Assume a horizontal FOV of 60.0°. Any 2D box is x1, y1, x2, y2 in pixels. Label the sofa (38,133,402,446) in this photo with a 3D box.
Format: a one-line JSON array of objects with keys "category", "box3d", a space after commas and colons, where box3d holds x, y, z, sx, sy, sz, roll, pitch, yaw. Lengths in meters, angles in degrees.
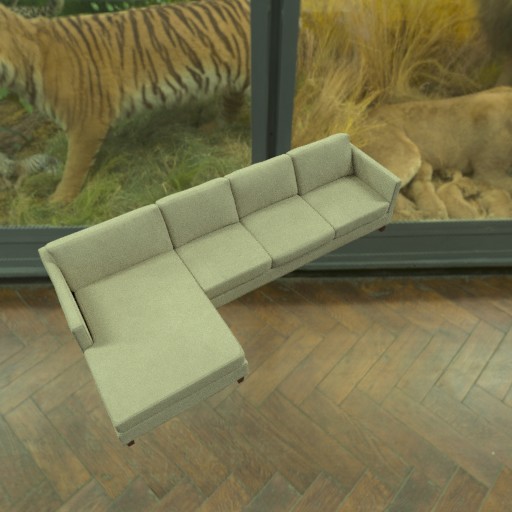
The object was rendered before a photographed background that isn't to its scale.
[{"category": "sofa", "box3d": [0.000, 0.000, 3.885, 3.186, 0.846, 1.625, -25, 52, -21]}]
